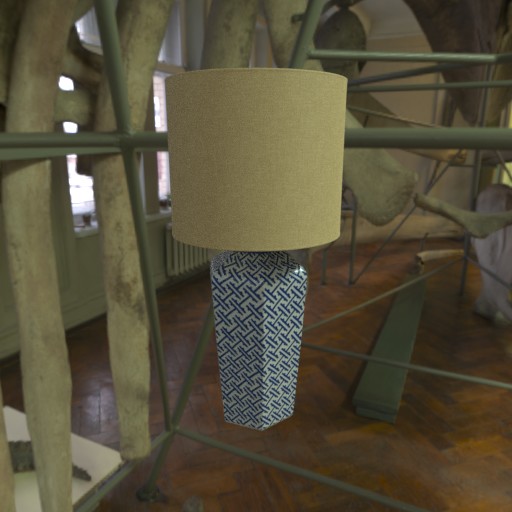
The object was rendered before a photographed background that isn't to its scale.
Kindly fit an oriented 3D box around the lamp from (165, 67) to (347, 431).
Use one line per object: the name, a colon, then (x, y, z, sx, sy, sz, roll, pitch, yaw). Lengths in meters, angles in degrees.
lamp: (0.000, 0.000, 0.871, 0.320, 0.682, 0.320, 7, 16, 26)
